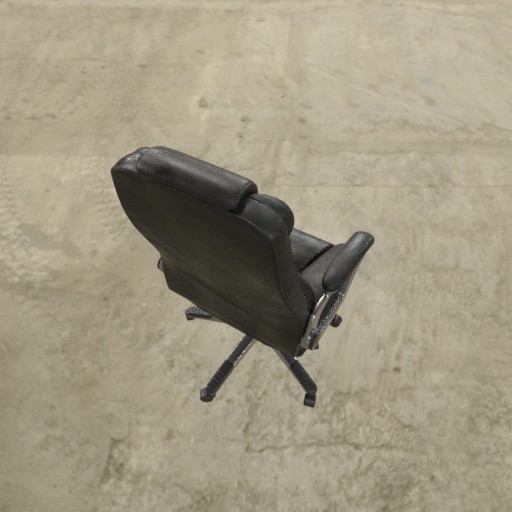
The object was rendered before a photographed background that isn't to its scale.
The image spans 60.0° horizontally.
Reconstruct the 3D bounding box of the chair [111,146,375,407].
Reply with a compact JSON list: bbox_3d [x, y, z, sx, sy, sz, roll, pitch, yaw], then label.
[{"bbox_3d":[0.000,0.000,1.521,0.697,1.075,0.689,25,51,22],"label":"chair"}]
